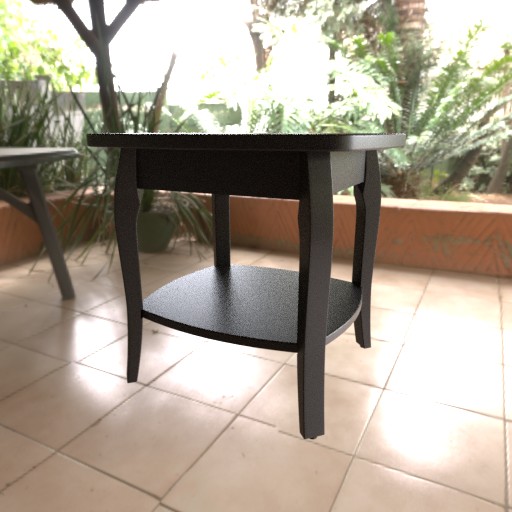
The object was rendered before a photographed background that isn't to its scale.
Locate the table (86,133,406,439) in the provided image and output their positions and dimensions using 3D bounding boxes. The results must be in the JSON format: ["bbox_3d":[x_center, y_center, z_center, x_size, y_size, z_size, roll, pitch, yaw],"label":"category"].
[{"bbox_3d":[0.000,0.000,0.857,0.508,0.457,0.457,8,17,26],"label":"table"}]
